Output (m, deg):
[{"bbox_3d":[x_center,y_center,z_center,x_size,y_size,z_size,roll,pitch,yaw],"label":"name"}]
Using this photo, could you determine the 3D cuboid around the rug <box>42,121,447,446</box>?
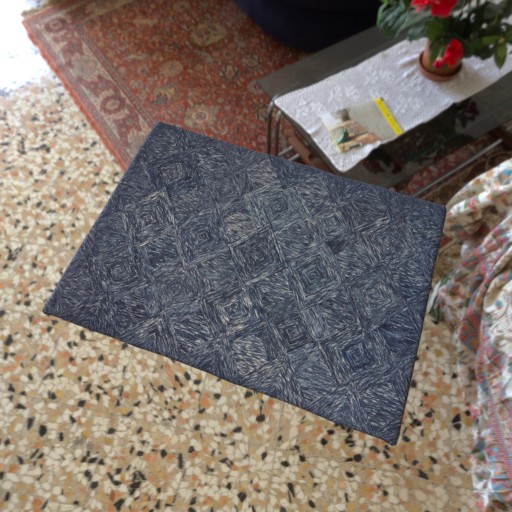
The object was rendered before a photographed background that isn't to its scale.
[{"bbox_3d":[0.000,0.000,4.212,3.245,0.024,2.385,18,65,9],"label":"rug"}]
